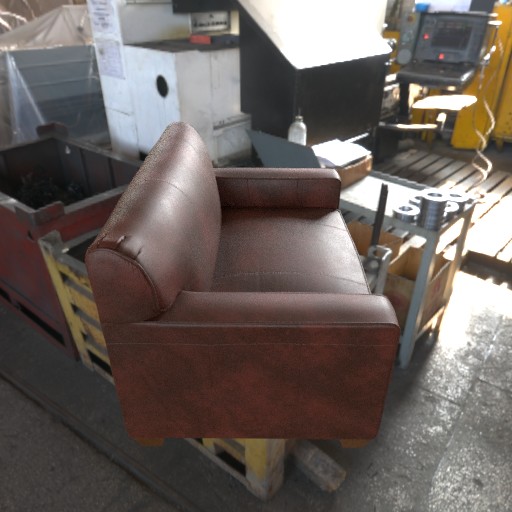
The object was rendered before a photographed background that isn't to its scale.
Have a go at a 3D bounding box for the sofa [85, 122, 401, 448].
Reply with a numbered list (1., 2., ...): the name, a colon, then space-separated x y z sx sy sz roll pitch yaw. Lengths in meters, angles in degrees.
1. sofa: 0.000 0.000 2.049 1.000 0.956 1.413 0 32 0
